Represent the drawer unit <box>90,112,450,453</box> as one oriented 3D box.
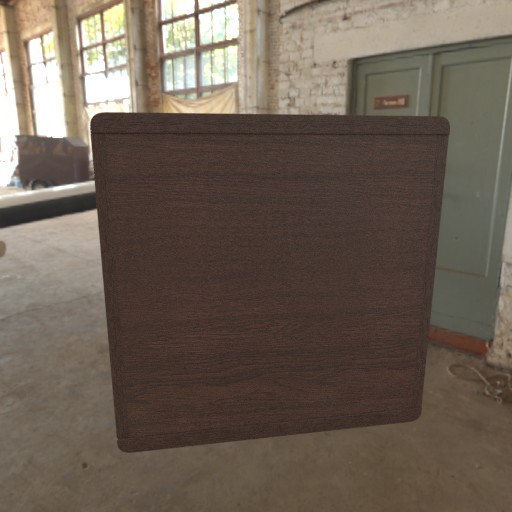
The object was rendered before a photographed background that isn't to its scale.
[{"bbox_3d":[0.000,0.000,0.590,0.344,0.344,0.290,-2,14,-10],"label":"drawer unit"}]
